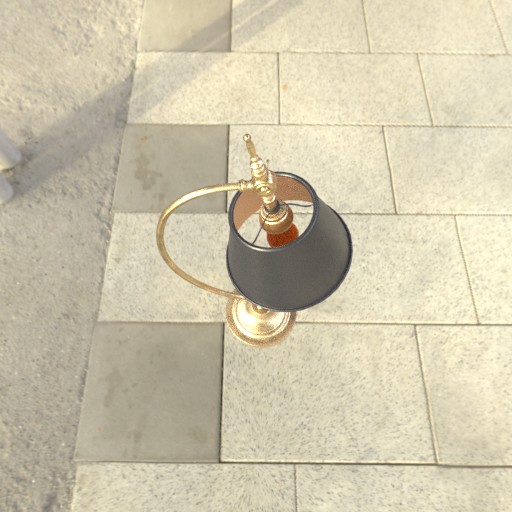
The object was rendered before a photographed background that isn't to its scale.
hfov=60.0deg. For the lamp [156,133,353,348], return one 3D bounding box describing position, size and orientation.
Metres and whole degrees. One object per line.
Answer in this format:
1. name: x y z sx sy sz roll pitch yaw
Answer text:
1. lamp: 0.000 0.000 0.829 0.344 0.675 0.235 -2 65 -1
